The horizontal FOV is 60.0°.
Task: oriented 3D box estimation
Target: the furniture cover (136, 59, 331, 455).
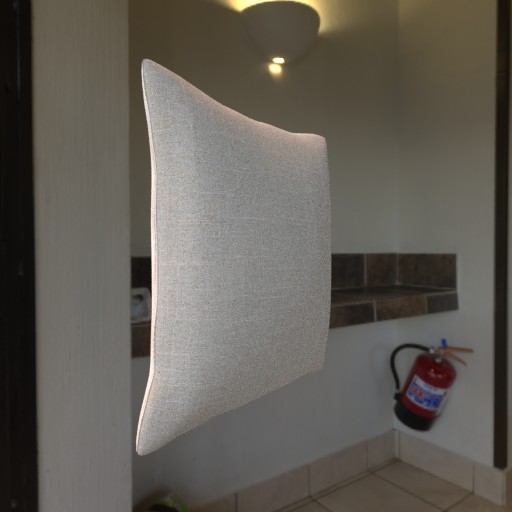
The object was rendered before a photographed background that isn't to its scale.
[{"bbox_3d":[0.000,0.000,0.766,0.178,0.506,0.512,1,1,35],"label":"furniture cover"}]
